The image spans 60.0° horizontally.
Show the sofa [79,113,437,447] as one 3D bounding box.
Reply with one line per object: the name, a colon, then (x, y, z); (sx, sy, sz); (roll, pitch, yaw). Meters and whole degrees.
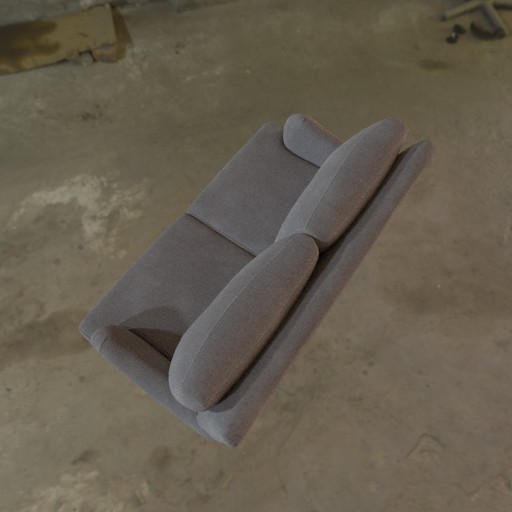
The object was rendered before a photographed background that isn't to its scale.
sofa: (0.000, 0.000, 2.515); (1.084, 1.101, 1.853); (32, 67, 15)
